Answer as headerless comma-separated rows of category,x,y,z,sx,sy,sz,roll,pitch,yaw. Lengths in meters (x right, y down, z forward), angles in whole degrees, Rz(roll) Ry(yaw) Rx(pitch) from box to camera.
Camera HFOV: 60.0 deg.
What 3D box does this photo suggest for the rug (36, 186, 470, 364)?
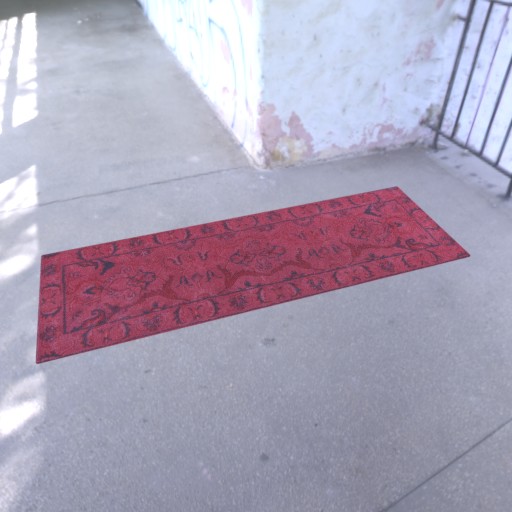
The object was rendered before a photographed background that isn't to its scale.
rug,0.000,0.000,2.651,2.439,0.018,0.813,-12,42,-14
